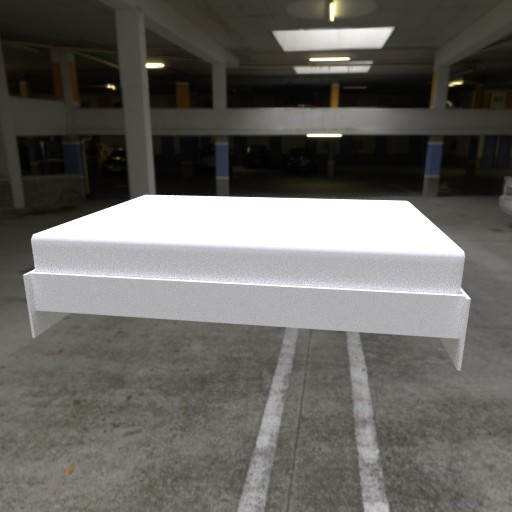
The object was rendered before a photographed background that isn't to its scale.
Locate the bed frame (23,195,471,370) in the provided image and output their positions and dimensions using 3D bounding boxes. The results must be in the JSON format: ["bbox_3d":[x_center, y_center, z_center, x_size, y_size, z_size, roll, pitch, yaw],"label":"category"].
[{"bbox_3d":[0.000,0.000,2.601,1.945,0.497,1.445,2,16,9],"label":"bed frame"}]
